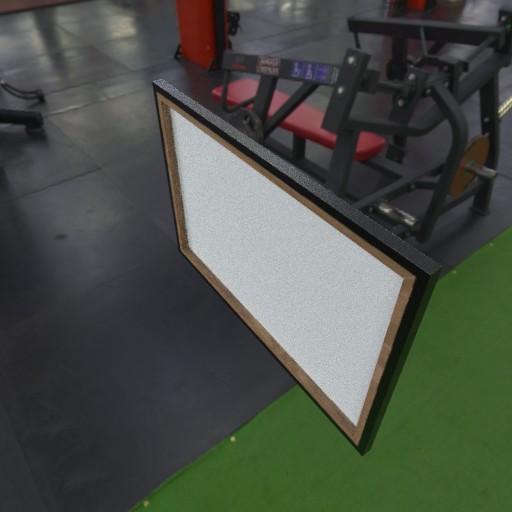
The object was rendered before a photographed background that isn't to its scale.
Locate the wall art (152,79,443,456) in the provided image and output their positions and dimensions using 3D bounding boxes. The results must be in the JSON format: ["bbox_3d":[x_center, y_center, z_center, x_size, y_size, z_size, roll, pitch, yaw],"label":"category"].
[{"bbox_3d":[0.000,0.000,0.821,0.022,0.446,0.659,-26,49,-26],"label":"wall art"}]
